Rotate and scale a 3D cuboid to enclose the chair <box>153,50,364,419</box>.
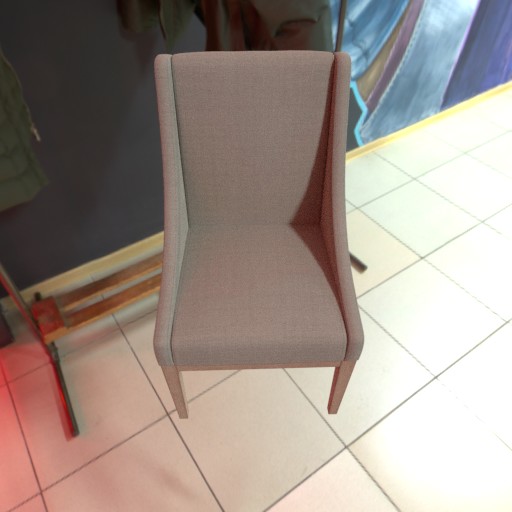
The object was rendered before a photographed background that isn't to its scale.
[{"bbox_3d":[0.000,0.000,1.377,0.575,1.021,0.611,-1,46,-1],"label":"chair"}]
